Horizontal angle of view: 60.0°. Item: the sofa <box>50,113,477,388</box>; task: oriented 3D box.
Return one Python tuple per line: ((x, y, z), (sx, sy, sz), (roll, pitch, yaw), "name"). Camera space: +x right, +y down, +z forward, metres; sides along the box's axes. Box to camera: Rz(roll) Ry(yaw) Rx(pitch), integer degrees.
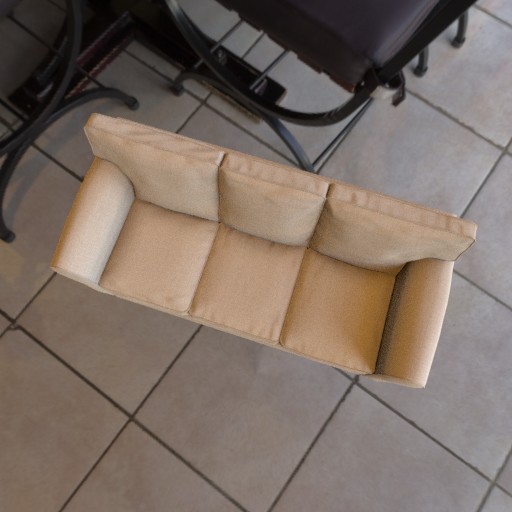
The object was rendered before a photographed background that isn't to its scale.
((0.000, 0.000, 2.549), (2.084, 0.961, 0.916), (17, 76, 4), "sofa")
